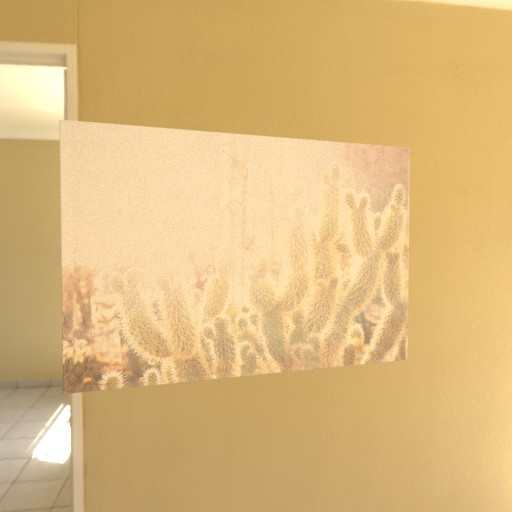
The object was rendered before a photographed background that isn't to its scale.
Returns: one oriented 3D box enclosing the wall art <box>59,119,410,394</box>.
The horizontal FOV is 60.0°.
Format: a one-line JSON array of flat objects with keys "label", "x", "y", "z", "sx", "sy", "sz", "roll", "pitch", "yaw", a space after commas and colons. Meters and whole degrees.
[{"label": "wall art", "x": 0.000, "y": 0.000, "z": 1.891, "sx": 1.525, "sy": 1.012, "sz": 0.038, "roll": -1, "pitch": 2, "yaw": -18}]
